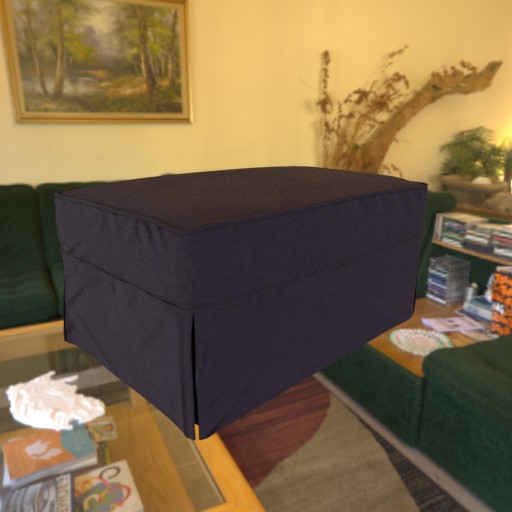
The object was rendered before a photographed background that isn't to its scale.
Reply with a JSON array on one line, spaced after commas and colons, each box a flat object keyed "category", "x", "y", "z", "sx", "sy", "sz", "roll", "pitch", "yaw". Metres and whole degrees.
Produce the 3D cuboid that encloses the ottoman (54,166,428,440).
[{"category": "ottoman", "x": 0.000, "y": 0.000, "z": 1.314, "sx": 0.938, "sy": 0.503, "sz": 0.637, "roll": -15, "pitch": 22, "yaw": -42}]
